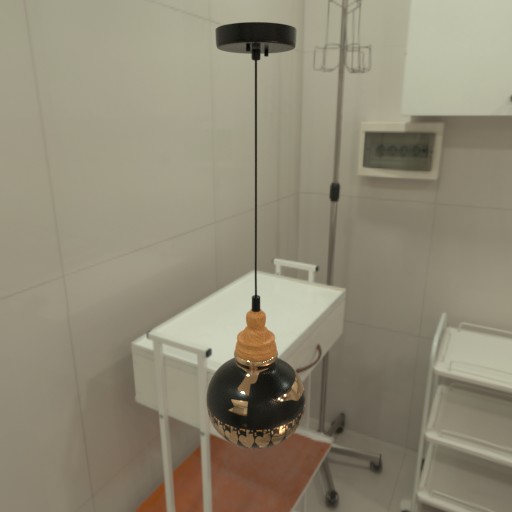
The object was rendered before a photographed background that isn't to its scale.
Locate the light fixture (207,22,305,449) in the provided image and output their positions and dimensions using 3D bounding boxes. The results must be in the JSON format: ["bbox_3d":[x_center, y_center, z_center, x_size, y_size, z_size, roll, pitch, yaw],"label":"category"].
[{"bbox_3d":[0.000,0.000,1.746,0.430,1.606,0.430,9,19,27],"label":"light fixture"}]
